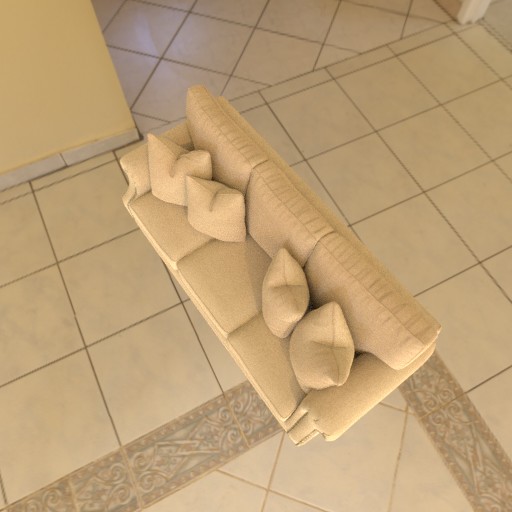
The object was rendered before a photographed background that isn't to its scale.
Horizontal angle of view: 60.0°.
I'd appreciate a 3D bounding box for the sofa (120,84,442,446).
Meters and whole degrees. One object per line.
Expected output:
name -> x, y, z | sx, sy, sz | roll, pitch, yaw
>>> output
sofa -> 0.000, 0.000, 2.918 | 0.965, 0.975, 2.312 | -34, 69, -15
